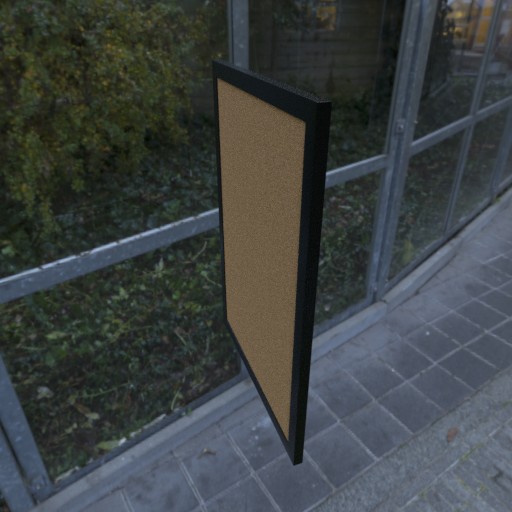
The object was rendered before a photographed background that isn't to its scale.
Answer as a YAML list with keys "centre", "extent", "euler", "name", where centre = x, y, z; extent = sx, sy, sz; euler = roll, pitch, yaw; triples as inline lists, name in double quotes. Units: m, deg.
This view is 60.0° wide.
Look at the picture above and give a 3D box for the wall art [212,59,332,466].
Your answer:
- centre: [0.000, 0.000, 0.860]
  extent: [0.019, 0.656, 0.462]
  euler: [-10, 31, -17]
  name: "wall art"
